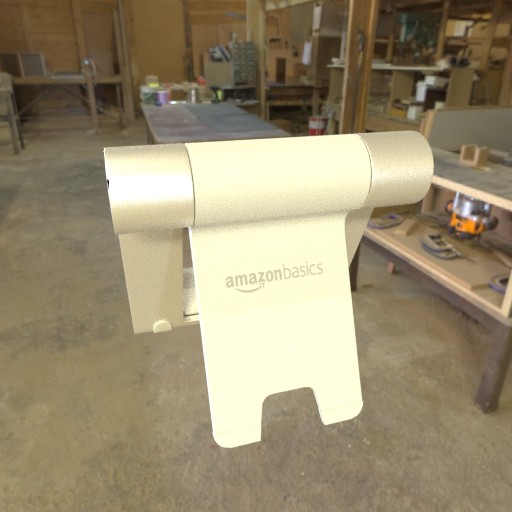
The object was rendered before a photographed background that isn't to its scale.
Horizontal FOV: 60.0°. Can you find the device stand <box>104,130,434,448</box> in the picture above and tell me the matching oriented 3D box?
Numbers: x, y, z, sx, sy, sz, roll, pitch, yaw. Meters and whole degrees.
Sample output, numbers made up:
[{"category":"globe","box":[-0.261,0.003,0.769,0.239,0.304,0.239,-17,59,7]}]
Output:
[{"category":"device stand","box":[0.000,0.000,0.150,0.086,0.084,0.079,-7,26,-15]}]
